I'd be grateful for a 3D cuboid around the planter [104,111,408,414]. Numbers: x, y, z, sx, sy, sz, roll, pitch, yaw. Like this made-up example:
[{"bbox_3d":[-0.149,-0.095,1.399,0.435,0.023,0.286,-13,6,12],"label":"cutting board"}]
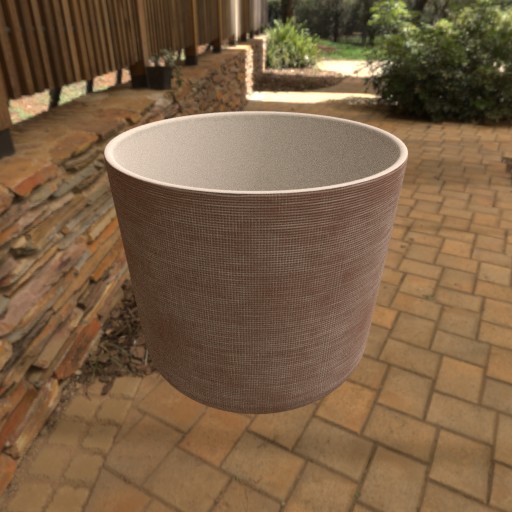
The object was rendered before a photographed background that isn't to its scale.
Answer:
[{"bbox_3d":[0.000,0.000,0.764,0.440,0.398,0.440,0,29,0],"label":"planter"}]
